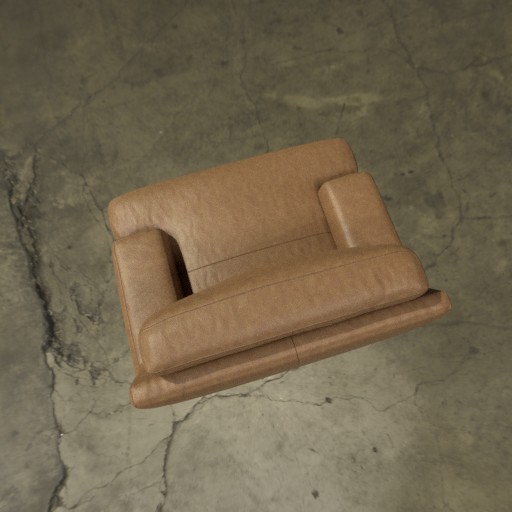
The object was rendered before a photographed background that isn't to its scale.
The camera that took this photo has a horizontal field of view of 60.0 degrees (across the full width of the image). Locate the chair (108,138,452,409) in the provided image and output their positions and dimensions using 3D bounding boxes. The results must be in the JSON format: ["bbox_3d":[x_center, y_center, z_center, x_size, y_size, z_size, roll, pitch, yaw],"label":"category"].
[{"bbox_3d":[0.000,0.000,2.030,1.276,0.978,1.050,-16,74,-5],"label":"chair"}]
